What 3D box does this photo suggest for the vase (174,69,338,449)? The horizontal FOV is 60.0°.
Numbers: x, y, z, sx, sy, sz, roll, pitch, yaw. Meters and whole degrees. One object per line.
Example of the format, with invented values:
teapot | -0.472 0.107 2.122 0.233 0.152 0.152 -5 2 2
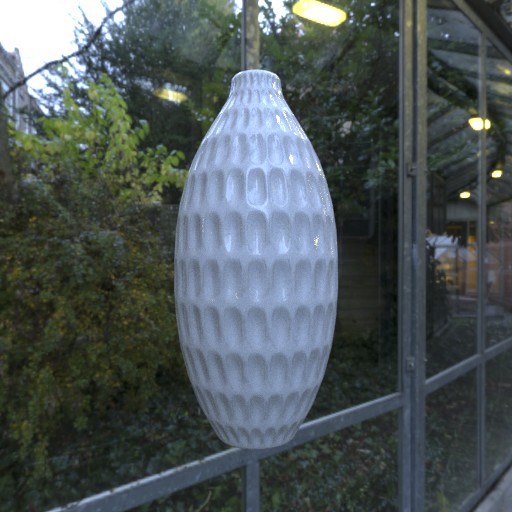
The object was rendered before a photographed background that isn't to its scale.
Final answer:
vase | 0.000 0.000 0.352 0.127 0.282 0.127 0 0 0
